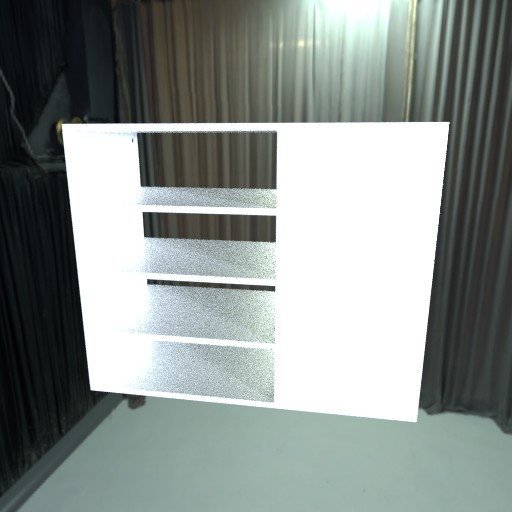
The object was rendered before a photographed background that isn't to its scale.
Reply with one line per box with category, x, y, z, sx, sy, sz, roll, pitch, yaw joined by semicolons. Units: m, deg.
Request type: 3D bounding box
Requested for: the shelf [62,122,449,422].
shelf;0.000;0.000;1.293;0.895;0.732;0.396;2;15;9
